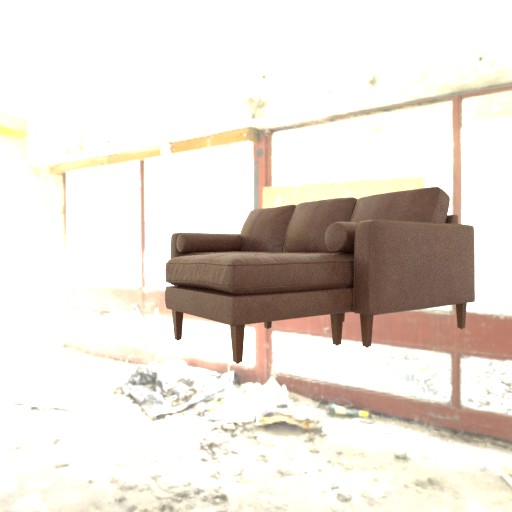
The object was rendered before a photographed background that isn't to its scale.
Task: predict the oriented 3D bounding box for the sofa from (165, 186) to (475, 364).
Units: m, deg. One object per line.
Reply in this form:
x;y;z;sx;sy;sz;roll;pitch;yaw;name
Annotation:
0.000;0.000;2.981;1.613;0.841;2.185;-1;1;-36;sofa
